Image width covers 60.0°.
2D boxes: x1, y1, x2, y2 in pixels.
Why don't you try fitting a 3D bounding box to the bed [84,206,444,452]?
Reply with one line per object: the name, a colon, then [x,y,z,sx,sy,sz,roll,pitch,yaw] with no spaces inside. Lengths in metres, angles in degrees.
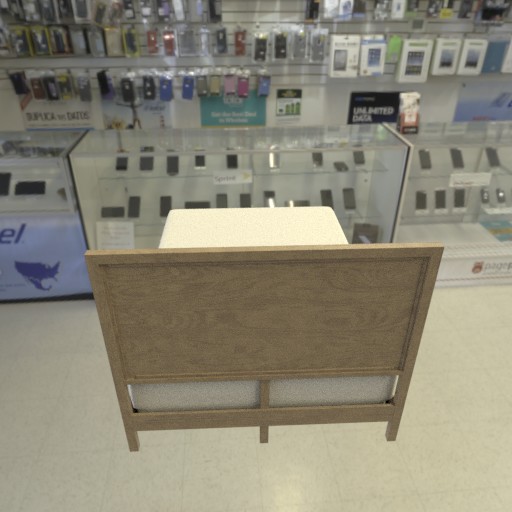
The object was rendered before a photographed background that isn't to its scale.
bed: [0.000,0.000,3.263,1.606,1.369,2.189,-1,31,-2]
